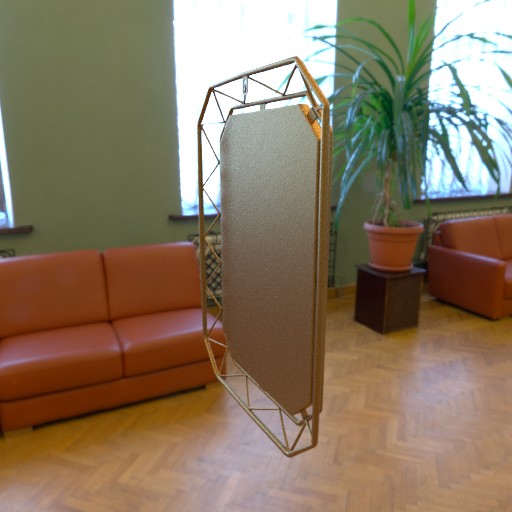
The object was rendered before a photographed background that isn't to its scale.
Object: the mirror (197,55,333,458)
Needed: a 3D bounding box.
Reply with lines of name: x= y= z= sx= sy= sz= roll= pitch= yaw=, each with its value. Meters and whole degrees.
mirror: x=0.000 y=0.000 z=0.727 sx=0.042 sy=0.566 sz=0.417 roll=-7 pitch=15 yaw=-27
